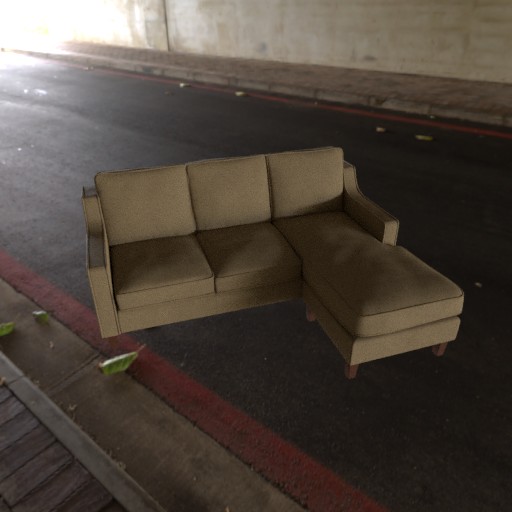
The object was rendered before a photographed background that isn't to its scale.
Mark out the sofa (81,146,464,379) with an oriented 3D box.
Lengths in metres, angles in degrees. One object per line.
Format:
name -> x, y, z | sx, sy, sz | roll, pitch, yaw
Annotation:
sofa -> 0.000, 0.000, 3.260 | 2.317, 1.066, 1.858 | -9, 31, -16
